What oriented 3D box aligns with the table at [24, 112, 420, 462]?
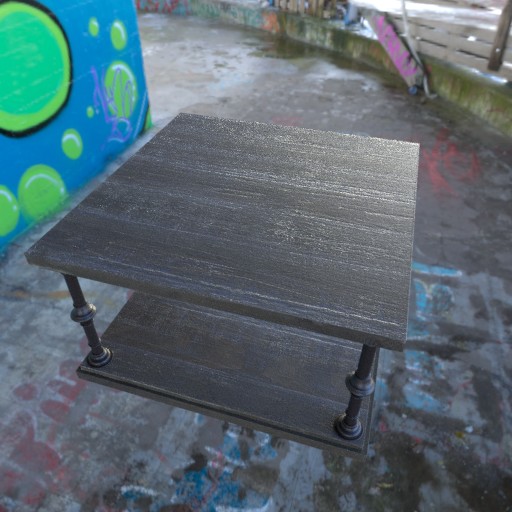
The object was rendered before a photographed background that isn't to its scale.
[{"bbox_3d":[0.000,0.000,1.135,0.696,0.400,0.696,11,41,13],"label":"table"}]
